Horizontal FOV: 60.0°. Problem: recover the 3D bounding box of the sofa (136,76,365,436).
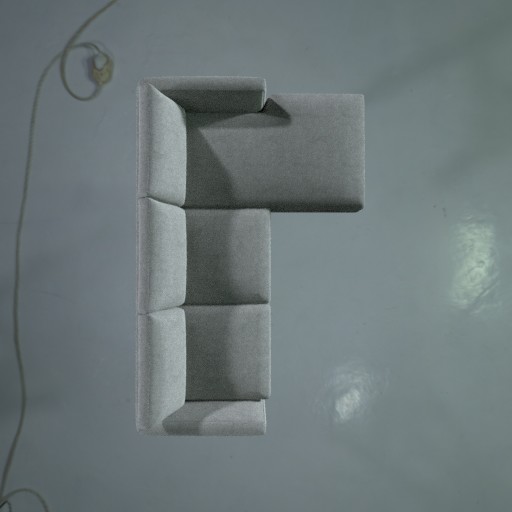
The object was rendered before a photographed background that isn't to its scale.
[{"bbox_3d":[0.000,0.000,3.189,1.626,0.864,2.438,0,89,-1],"label":"sofa"}]
